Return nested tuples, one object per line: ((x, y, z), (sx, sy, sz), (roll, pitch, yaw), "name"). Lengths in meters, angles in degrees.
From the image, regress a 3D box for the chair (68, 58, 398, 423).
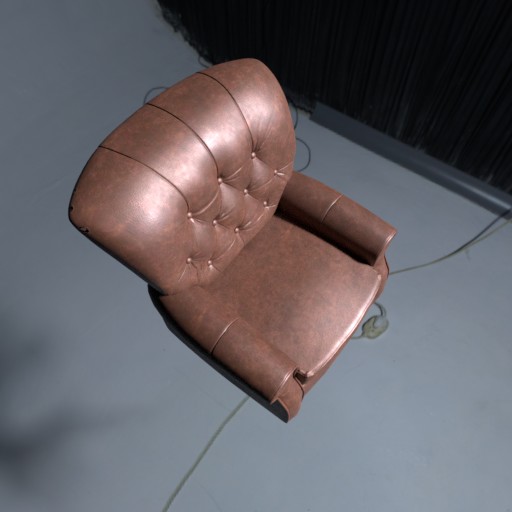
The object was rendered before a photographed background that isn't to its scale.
((0.000, 0.000, 1.911), (1.031, 1.162, 0.979), (34, 66, 18), "chair")
